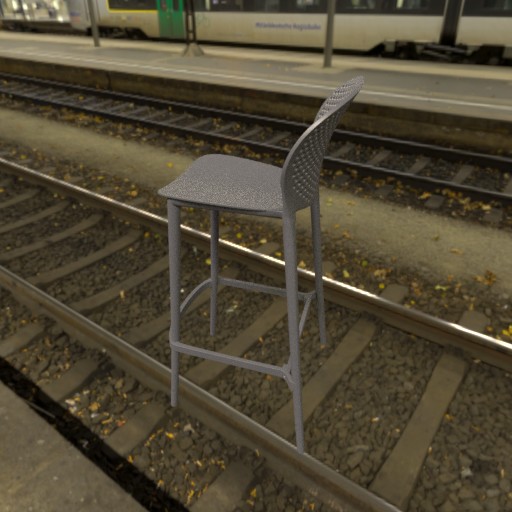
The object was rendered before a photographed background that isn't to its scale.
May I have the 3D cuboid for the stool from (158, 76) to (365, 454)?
[{"bbox_3d":[0.000,0.000,1.375,0.535,1.045,0.536,8,31,13],"label":"stool"}]
